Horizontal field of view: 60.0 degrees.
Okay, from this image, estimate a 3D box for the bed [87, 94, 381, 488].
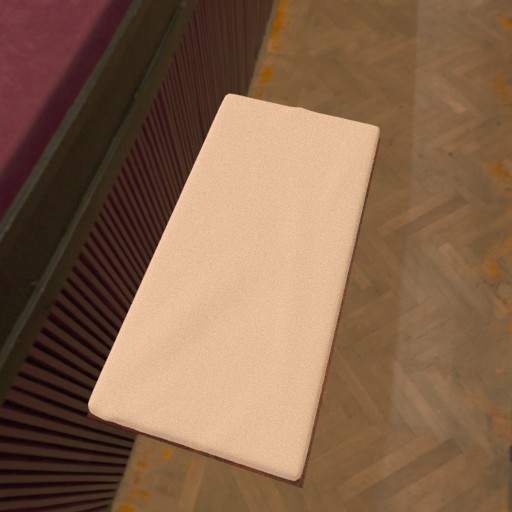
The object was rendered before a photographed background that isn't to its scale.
[{"bbox_3d":[0.000,0.000,2.207,0.940,0.312,1.860,15,65,7],"label":"bed"}]
